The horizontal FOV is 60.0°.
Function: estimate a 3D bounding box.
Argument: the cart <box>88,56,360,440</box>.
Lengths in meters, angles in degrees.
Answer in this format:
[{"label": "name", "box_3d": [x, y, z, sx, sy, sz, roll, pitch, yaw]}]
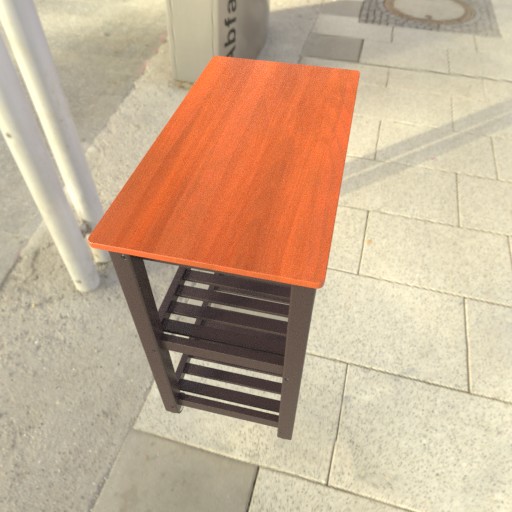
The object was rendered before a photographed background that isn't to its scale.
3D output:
[{"label": "cart", "box_3d": [0.000, 0.000, 1.445, 0.457, 0.927, 0.899, 10, 48, 9]}]
